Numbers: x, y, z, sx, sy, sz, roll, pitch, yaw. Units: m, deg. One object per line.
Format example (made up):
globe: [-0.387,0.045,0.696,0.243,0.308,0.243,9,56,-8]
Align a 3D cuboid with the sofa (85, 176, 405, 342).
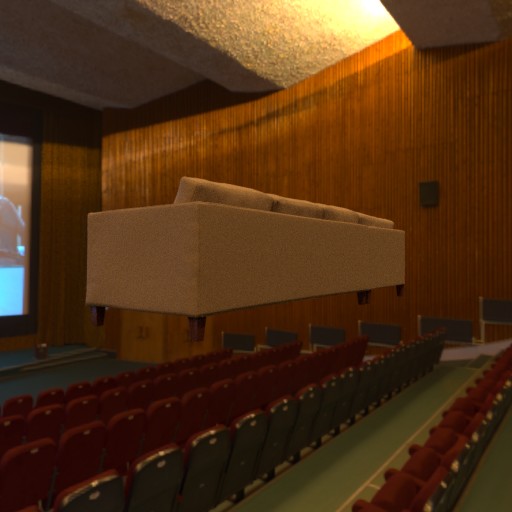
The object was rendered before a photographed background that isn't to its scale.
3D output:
sofa: [0.000,0.000,3.880,1.625,0.846,3.186,0,0,36]
